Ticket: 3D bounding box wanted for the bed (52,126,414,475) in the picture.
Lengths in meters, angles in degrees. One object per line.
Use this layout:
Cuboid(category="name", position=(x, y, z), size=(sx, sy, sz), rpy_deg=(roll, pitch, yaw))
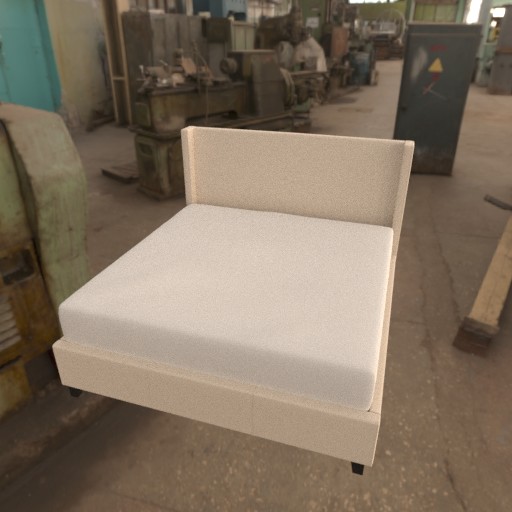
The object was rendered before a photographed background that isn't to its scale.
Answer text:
Cuboid(category="bed", position=(0.000, 0.000, 3.493), size=(2.145, 1.471, 2.293), rpy_deg=(8, 28, 16))
